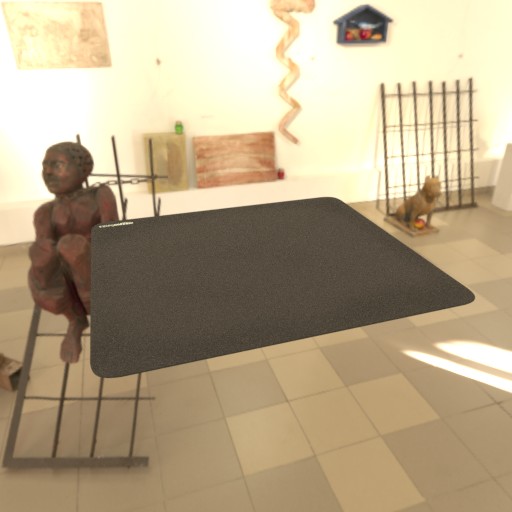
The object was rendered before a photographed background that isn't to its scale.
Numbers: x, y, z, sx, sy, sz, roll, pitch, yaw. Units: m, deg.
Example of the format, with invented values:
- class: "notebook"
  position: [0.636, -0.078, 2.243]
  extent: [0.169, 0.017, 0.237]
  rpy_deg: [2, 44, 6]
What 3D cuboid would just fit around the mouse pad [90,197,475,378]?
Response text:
- class: "mouse pad"
  position: [0.000, 0.000, 0.638]
  extent: [0.451, 0.002, 0.393]
  rpy_deg: [-8, 28, -16]
